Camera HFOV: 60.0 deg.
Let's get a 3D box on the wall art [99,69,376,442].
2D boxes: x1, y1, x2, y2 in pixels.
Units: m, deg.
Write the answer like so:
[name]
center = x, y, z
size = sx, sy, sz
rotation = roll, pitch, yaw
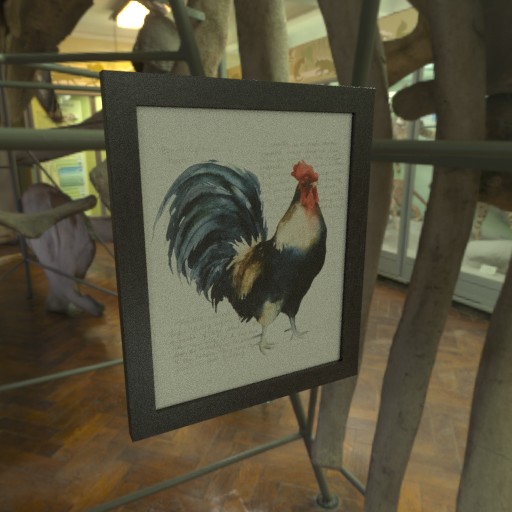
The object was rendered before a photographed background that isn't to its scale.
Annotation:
[wall art]
center = 0.000, 0.000, 0.786
size = 0.479, 0.580, 0.027
rotation = -8, 16, -27
